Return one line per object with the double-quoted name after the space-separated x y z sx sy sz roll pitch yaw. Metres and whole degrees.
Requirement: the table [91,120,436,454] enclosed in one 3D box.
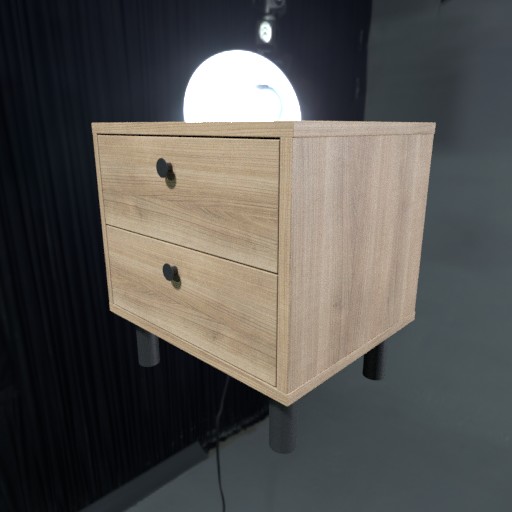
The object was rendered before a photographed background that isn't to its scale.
0.000 0.000 0.799 0.445 0.460 0.380 15 22 41 "table"
